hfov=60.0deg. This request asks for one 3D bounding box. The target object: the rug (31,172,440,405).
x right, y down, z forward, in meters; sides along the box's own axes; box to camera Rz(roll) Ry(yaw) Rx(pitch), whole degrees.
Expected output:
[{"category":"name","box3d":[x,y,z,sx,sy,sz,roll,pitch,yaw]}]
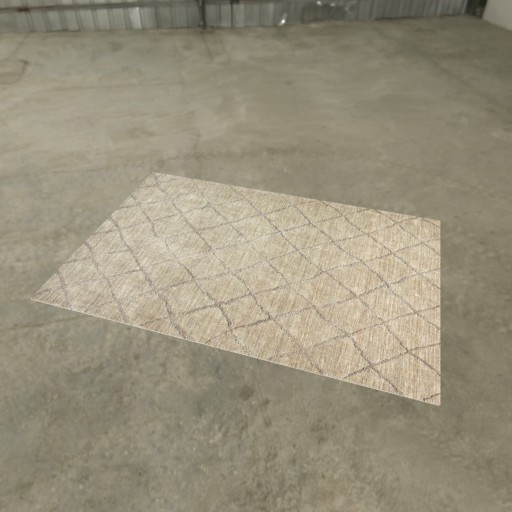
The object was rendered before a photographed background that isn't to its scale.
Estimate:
[{"category":"rug","box3d":[0.000,0.000,2.877,2.280,0.015,1.521,12,42,13]}]
